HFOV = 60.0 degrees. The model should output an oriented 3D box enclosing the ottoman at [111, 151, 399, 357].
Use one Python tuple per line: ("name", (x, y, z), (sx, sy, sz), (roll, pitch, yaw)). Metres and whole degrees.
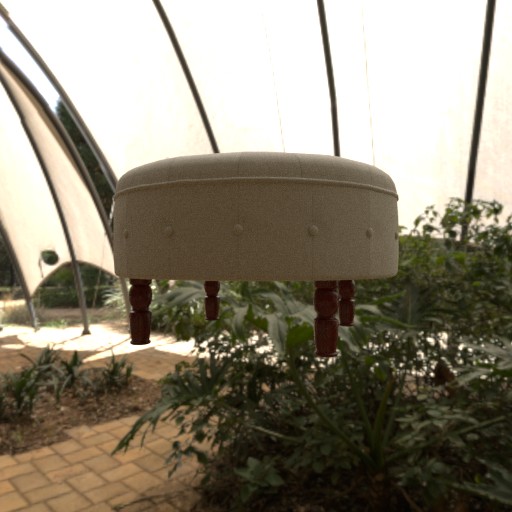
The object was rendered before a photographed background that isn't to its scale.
("ottoman", (0.000, 0.000, 1.383), (0.850, 0.483, 0.850), (0, -1, 0))
